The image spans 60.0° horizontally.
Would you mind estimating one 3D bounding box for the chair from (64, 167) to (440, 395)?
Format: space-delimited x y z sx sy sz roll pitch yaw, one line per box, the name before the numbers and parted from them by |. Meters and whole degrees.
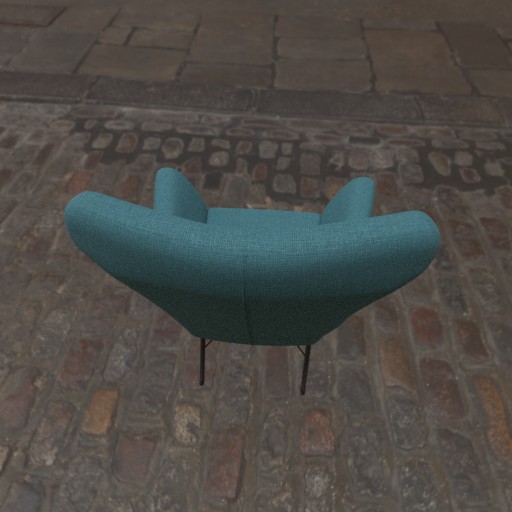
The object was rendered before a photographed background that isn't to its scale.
chair | 0.000 0.000 1.746 1.050 0.980 0.900 3 46 3
